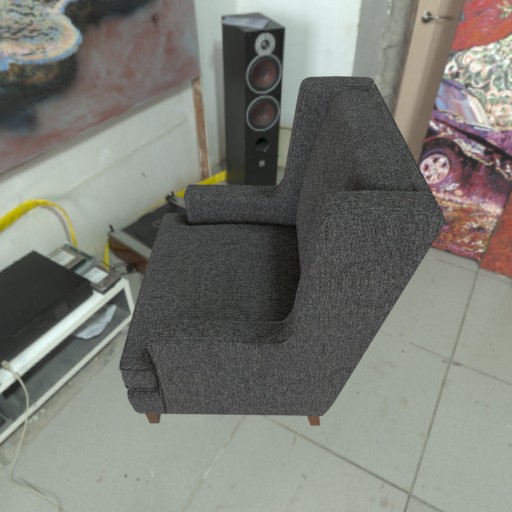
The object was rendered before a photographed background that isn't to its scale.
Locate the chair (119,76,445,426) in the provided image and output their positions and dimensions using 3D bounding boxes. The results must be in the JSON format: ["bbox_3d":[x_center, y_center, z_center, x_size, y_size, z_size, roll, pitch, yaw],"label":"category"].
[{"bbox_3d":[0.000,0.000,1.747,0.927,1.082,0.942,1,41,1],"label":"chair"}]
